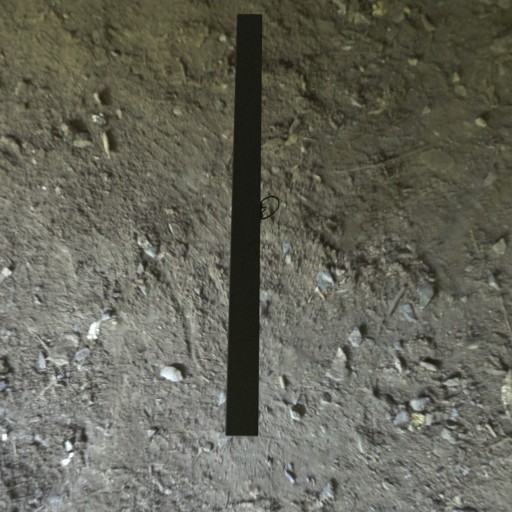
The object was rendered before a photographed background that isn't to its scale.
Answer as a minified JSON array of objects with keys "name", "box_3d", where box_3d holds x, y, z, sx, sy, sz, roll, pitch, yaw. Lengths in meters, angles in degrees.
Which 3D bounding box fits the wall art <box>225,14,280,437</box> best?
[{"name":"wall art","box_3d":[0.000,0.000,0.515,0.038,0.349,0.349,1,75,0]}]
